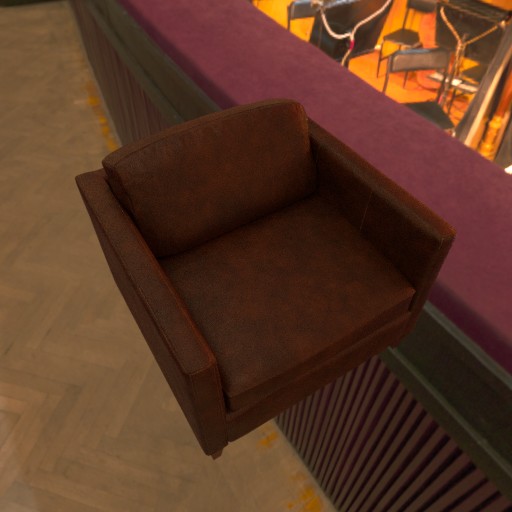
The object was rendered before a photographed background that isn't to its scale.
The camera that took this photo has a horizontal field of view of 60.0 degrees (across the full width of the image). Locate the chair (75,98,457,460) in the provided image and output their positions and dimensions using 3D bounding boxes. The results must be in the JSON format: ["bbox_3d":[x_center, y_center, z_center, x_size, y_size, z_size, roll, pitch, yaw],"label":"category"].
[{"bbox_3d":[0.000,0.000,1.726,0.990,0.864,0.975,-24,52,-21],"label":"chair"}]
